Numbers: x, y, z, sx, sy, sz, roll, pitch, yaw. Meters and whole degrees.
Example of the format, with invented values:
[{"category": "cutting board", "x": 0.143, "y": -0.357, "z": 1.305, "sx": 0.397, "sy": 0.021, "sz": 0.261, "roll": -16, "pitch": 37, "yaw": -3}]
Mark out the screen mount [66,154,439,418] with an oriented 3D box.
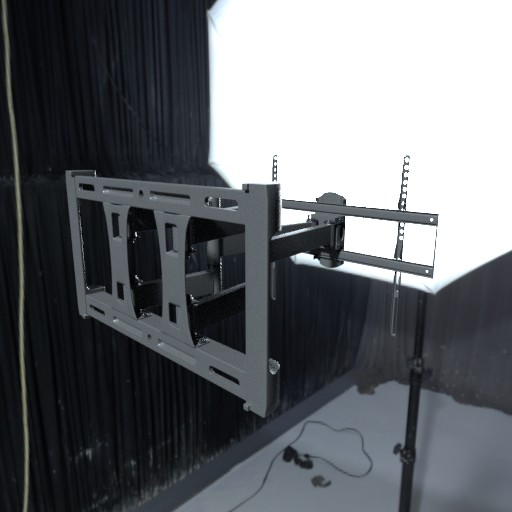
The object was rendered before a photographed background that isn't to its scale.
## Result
[{"category": "screen mount", "x": 0.000, "y": 0.000, "z": 1.103, "sx": 0.661, "sy": 0.491, "sz": 0.644, "roll": 13, "pitch": 18, "yaw": 43}]
